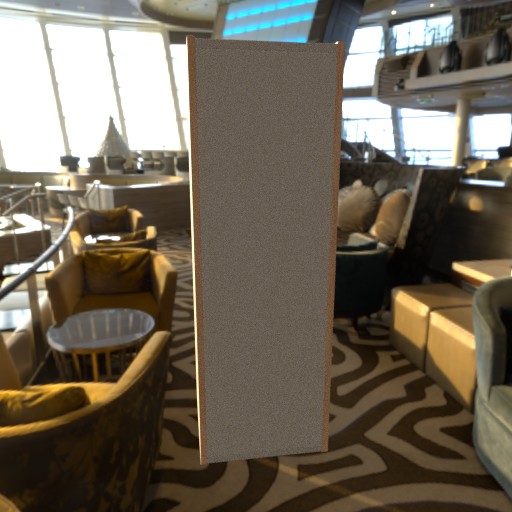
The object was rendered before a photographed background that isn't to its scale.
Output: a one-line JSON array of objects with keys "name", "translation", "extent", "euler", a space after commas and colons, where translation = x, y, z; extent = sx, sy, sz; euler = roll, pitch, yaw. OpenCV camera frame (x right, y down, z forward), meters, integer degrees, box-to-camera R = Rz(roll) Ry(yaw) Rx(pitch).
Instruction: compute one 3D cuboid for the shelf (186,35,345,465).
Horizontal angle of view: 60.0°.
[{"name": "shelf", "translation": [0.000, 0.000, 1.068], "extent": [0.300, 0.900, 0.290], "euler": [-2, 14, -9]}]
